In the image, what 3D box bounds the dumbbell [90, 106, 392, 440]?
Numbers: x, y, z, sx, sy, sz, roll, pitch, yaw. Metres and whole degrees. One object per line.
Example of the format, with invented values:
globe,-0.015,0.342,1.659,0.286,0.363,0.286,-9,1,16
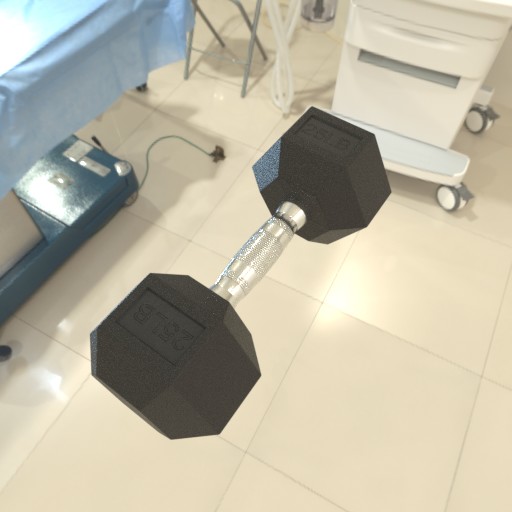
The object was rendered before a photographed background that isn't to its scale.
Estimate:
dumbbell,0.000,0.000,0.388,0.129,0.113,0.315,31,63,18
